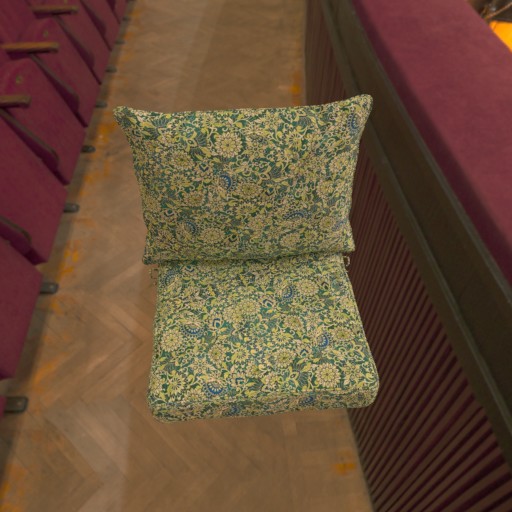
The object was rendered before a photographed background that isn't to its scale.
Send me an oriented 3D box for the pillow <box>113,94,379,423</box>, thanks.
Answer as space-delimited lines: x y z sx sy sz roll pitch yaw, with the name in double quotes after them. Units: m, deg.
0.000 0.000 1.358 0.798 0.722 0.740 -4 47 -3 "pillow"
